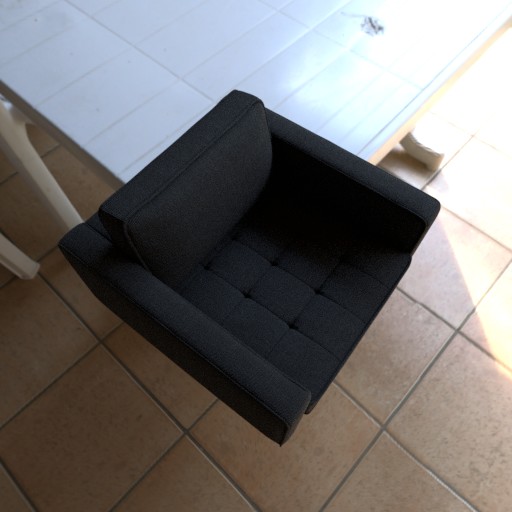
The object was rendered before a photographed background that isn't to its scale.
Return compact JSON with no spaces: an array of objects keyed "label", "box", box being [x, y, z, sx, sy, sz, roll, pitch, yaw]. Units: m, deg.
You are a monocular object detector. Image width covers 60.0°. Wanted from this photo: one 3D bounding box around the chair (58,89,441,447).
[{"label":"chair","box":[0.000,0.000,1.588,0.919,0.770,0.899,34,66,17]}]
